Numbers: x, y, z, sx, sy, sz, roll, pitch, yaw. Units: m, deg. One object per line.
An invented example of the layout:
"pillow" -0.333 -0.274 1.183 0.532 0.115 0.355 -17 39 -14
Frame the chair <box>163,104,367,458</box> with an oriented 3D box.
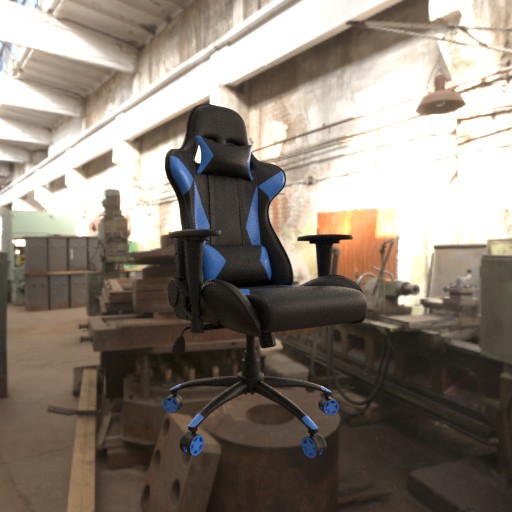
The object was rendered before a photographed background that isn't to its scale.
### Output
"chair" 0.000 0.000 1.678 0.695 1.282 0.730 0 0 -36
